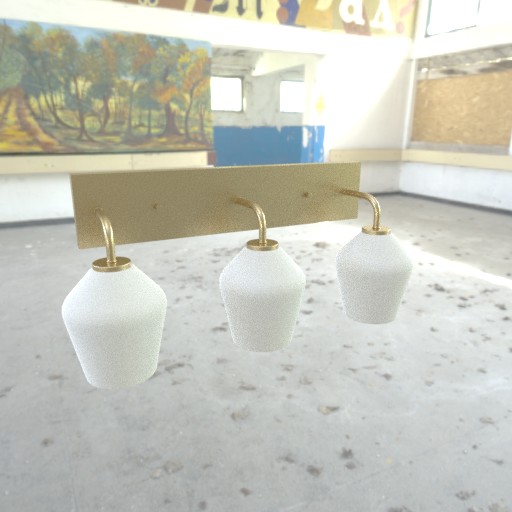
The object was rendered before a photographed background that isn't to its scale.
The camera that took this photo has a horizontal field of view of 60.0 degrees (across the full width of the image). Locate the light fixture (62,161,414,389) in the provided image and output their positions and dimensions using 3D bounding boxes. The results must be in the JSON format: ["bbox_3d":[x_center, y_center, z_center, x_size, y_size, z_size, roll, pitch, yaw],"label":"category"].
[{"bbox_3d":[0.000,0.000,0.739,0.609,0.280,0.190,-8,18,-25],"label":"light fixture"}]
